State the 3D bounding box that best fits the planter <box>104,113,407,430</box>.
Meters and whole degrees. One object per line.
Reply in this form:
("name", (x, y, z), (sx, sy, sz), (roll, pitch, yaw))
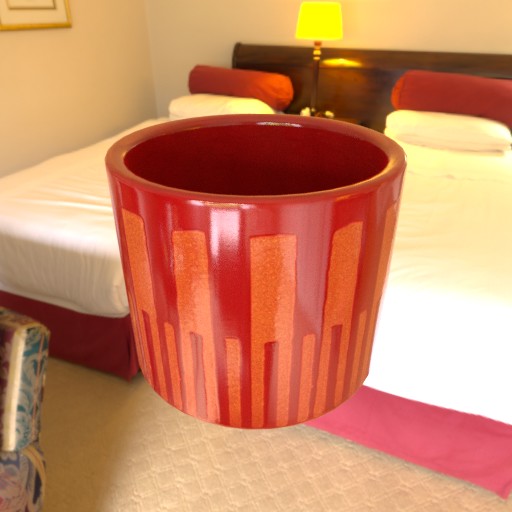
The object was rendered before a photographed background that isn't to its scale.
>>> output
("planter", (0.000, 0.000, 0.397), (0.230, 0.202, 0.230), (0, 30, 0))
